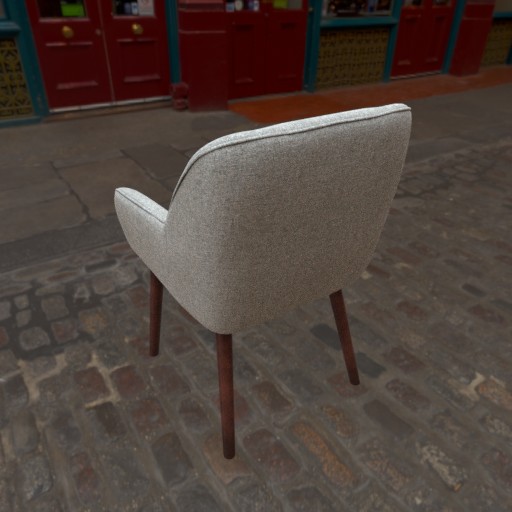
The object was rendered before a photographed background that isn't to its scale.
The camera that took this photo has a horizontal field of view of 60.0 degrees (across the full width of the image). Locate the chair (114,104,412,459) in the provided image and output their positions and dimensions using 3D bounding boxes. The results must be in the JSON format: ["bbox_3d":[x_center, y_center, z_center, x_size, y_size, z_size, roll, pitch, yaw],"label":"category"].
[{"bbox_3d":[0.000,0.000,1.139,0.543,0.803,0.519,-19,36,-28],"label":"chair"}]
